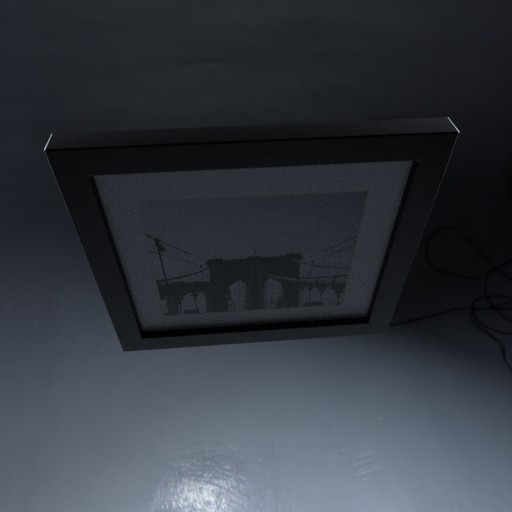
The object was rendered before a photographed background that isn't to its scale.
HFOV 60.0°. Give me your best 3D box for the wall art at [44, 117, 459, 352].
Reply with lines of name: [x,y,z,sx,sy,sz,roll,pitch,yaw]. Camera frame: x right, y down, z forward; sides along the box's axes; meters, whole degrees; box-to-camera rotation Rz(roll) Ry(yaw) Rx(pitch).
wall art: [0.000,0.000,0.532,0.380,0.330,0.028,-3,46,-3]
